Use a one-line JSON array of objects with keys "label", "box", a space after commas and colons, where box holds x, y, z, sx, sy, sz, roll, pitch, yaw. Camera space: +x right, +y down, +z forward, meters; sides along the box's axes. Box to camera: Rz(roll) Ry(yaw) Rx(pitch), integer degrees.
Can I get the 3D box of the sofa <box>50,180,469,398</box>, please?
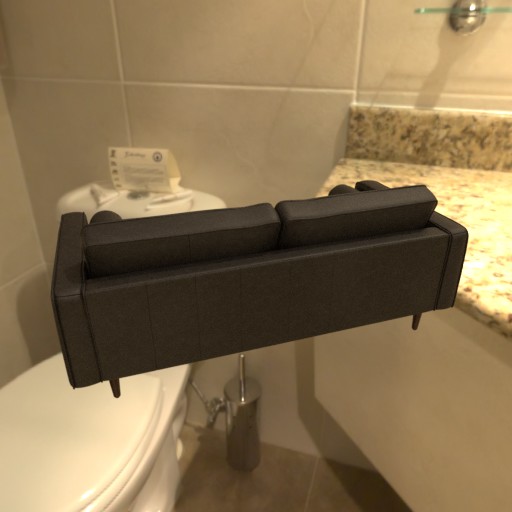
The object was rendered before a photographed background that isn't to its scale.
[{"label": "sofa", "box": [0.000, 0.000, 2.294, 1.879, 0.770, 0.921, -9, 28, -17]}]
